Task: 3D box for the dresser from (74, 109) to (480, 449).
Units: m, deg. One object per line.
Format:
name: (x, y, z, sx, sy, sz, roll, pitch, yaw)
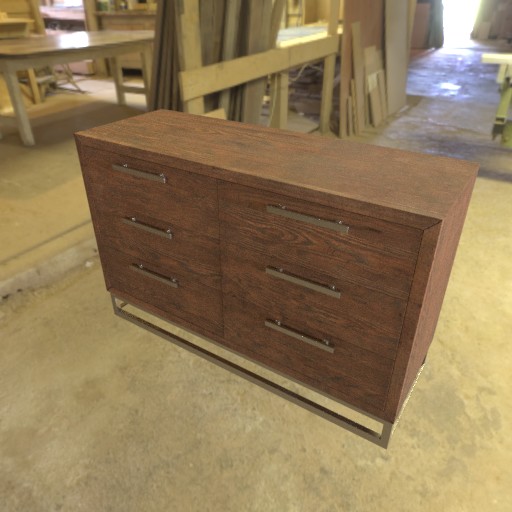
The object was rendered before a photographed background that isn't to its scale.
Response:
dresser: (0.000, 0.000, 2.131, 1.646, 1.061, 0.623, 19, 36, 28)
